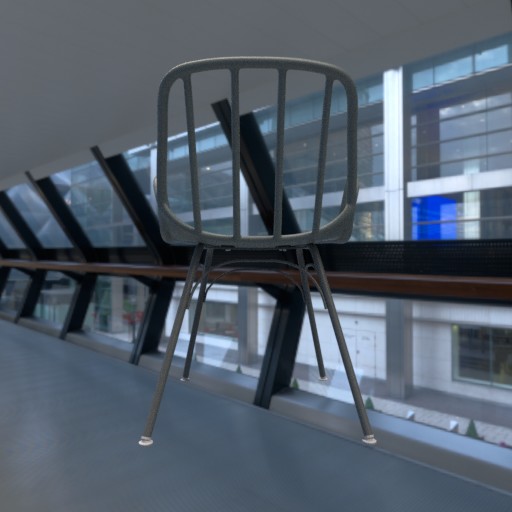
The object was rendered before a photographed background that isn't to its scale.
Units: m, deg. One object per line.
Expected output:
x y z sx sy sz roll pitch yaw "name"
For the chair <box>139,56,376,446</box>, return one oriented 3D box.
0.000 0.000 1.200 0.549 0.816 0.597 0 -1 -1 "chair"
